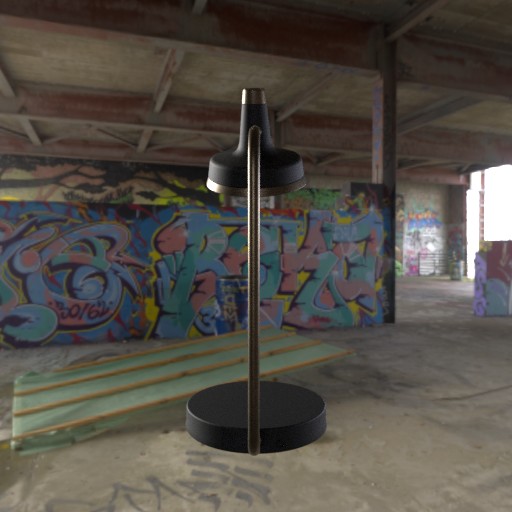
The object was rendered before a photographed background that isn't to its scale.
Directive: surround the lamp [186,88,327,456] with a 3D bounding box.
[{"bbox_3d":[0.000,0.000,0.493,0.162,0.385,0.218,0,1,1],"label":"lamp"}]
